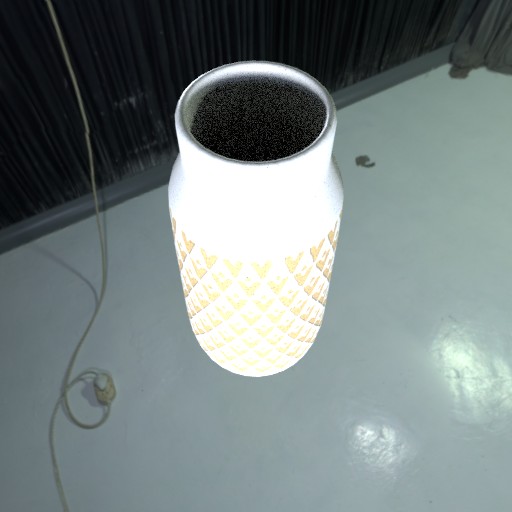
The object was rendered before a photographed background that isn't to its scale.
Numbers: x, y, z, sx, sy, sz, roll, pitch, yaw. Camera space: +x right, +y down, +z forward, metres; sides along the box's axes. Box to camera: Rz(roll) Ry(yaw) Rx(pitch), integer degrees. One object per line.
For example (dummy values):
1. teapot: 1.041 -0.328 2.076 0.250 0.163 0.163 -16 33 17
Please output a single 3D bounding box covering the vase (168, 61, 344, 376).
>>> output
1. vase: 0.000 0.000 0.375 0.137 0.307 0.137 0 58 0
